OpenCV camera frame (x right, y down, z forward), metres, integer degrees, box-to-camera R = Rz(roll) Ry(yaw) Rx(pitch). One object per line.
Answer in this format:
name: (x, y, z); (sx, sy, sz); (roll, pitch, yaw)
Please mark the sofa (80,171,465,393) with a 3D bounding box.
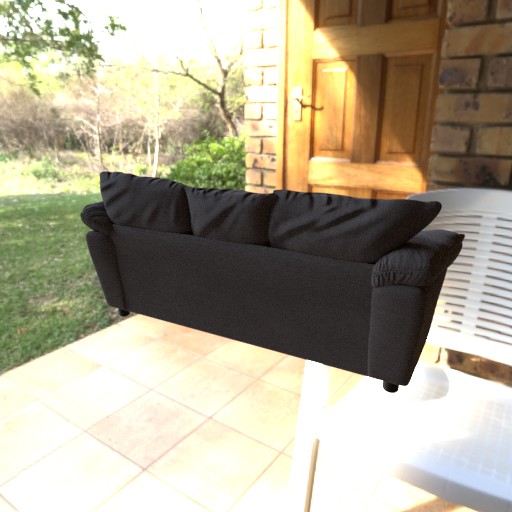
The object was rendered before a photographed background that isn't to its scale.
sofa: (0.000, 0.000, 2.904); (2.390, 1.043, 0.927); (9, 20, 28)
